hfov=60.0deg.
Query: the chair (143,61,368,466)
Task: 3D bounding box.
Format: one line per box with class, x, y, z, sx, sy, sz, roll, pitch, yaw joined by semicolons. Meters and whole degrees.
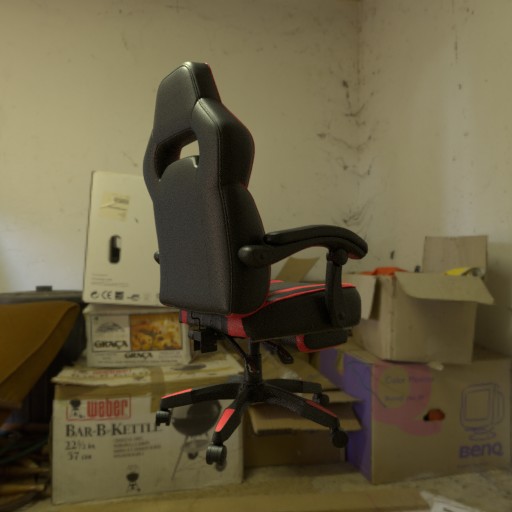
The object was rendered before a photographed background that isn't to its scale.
chair;0.000;0.000;1.628;0.700;1.220;0.700;1;-1;-36
